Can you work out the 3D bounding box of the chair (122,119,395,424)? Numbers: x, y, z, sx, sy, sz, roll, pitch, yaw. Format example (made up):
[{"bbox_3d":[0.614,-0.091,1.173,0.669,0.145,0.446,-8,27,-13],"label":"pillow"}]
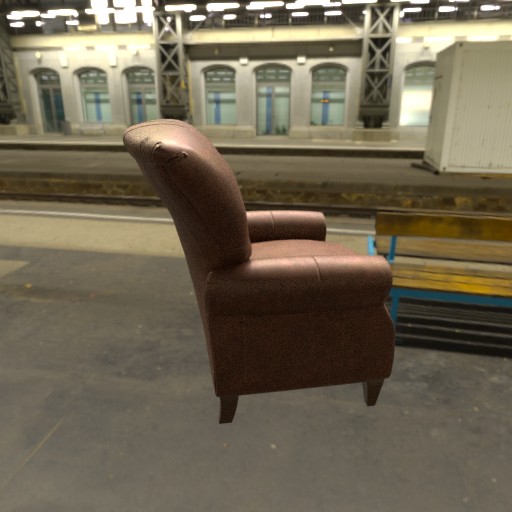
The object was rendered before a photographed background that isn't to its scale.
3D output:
[{"bbox_3d":[0.000,0.000,1.977,1.031,1.162,0.979,-3,19,-9],"label":"chair"}]
